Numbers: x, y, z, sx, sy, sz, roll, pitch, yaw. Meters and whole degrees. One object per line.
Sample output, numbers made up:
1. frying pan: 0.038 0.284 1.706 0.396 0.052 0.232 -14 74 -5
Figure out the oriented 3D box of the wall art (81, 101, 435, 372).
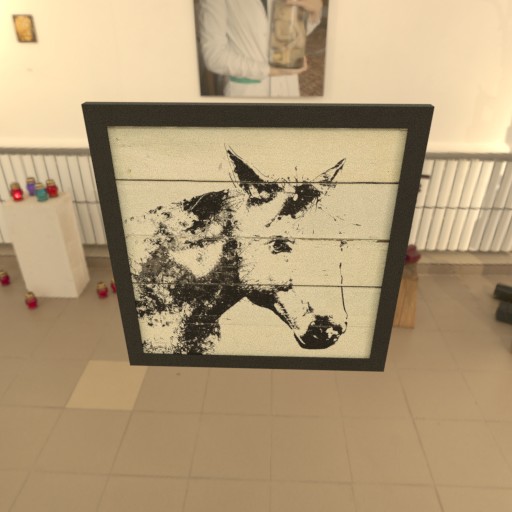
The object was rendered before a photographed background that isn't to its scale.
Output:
1. wall art: 0.000 0.000 1.540 1.016 1.016 0.038 1 30 2
